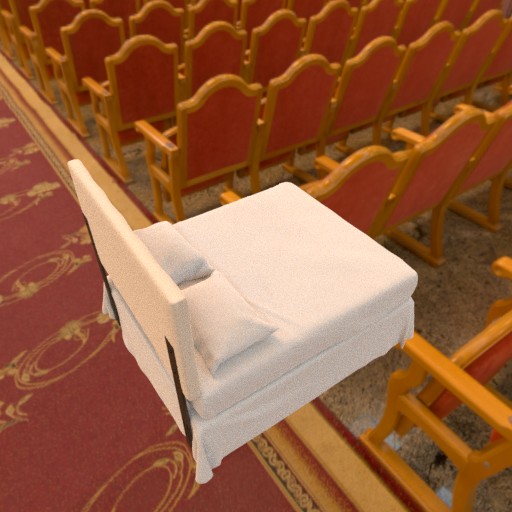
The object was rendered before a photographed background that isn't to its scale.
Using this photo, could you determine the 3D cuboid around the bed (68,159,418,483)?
[{"bbox_3d":[0.000,0.000,3.484,2.222,1.577,1.936,-24,46,-25],"label":"bed"}]
